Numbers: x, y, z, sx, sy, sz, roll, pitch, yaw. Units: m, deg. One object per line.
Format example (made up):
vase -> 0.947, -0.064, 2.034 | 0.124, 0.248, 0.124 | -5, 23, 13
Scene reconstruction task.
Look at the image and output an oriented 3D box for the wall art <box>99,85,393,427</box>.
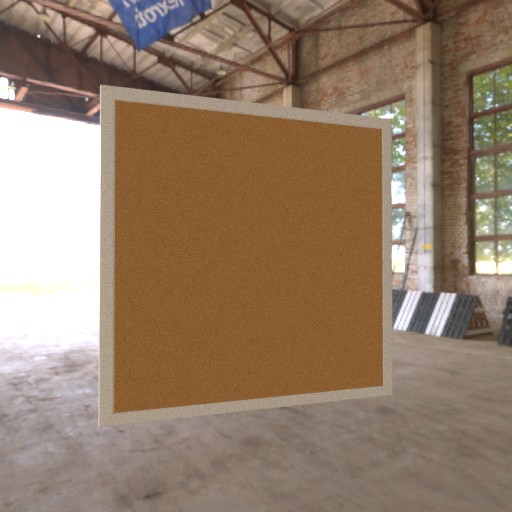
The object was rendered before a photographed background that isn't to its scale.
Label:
wall art -> 0.000, 0.000, 0.459 | 0.305, 0.305, 0.037 | 0, -1, -18
